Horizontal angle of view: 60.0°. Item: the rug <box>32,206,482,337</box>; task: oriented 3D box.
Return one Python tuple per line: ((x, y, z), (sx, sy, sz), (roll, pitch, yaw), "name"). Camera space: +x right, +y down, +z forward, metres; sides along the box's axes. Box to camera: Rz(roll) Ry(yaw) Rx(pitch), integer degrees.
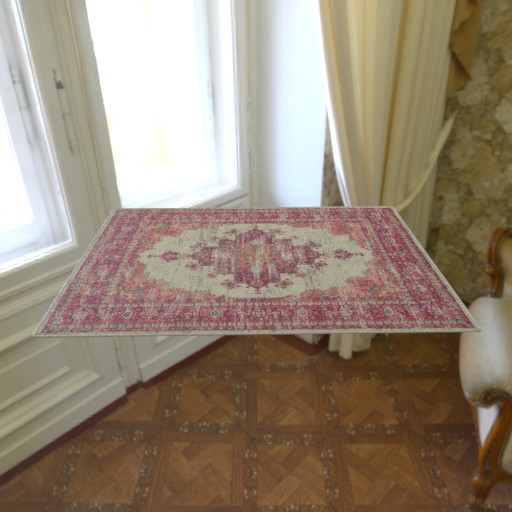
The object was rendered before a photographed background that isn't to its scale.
((0.000, 0.000, 3.690), (2.878, 0.014, 2.005), (-1, 30, -1), "rug")
